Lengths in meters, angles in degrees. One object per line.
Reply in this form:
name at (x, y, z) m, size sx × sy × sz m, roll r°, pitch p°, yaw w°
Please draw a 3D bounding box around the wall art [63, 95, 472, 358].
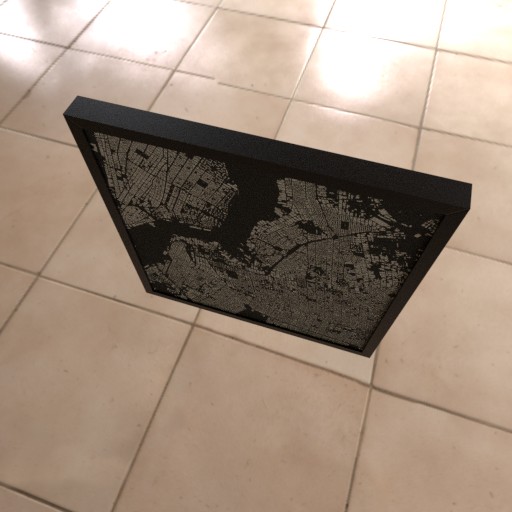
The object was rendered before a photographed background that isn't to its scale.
wall art at (0.000, 0.000, 0.752) m, size 0.506 × 0.506 × 0.038 m, roll 15°, pitch 60°, yaw 9°
